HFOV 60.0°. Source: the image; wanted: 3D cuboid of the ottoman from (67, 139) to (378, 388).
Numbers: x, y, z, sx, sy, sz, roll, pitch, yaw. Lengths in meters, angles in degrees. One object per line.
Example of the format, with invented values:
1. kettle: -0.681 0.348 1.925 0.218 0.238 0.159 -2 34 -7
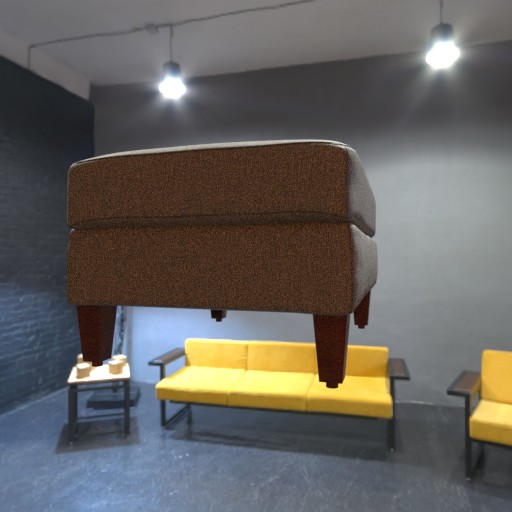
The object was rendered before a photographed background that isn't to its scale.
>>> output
1. ottoman: 0.000 0.000 1.253 0.639 0.494 0.873 0 0 18
